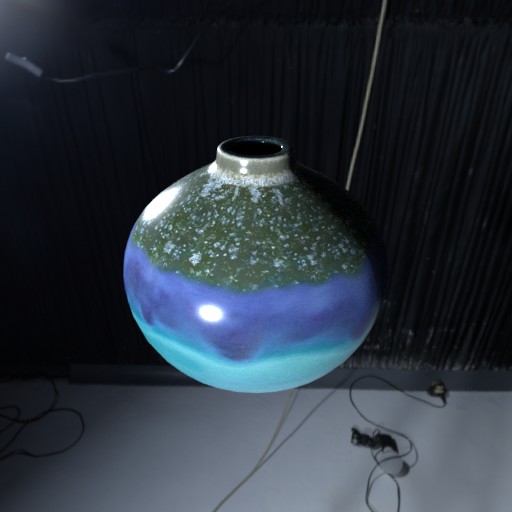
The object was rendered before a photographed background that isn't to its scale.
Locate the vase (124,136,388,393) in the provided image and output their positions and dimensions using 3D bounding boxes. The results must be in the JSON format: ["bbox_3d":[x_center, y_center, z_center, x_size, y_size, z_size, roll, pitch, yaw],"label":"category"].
[{"bbox_3d":[0.000,0.000,0.264,0.154,0.133,0.154,0,31,0],"label":"vase"}]
